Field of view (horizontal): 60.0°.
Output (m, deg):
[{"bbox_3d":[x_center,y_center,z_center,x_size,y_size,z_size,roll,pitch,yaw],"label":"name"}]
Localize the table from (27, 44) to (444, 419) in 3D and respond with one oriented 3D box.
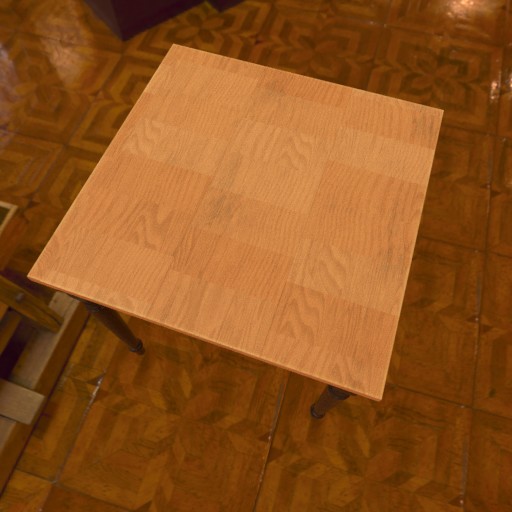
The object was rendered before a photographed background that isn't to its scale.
[{"bbox_3d":[0.000,0.000,1.350,0.747,0.738,0.747,17,65,8],"label":"table"}]
